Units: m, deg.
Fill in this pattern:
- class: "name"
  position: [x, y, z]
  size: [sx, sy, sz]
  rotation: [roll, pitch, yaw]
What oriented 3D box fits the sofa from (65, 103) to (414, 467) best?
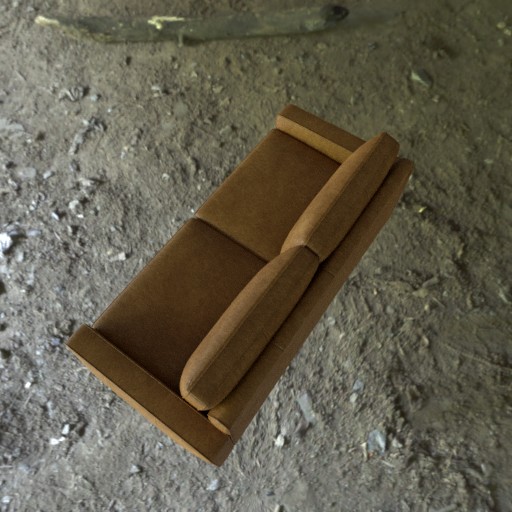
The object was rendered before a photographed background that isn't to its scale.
- class: "sofa"
  position: [0.000, 0.000, 2.667]
  size: [0.991, 0.928, 2.156]
  rotation: [32, 67, 16]
